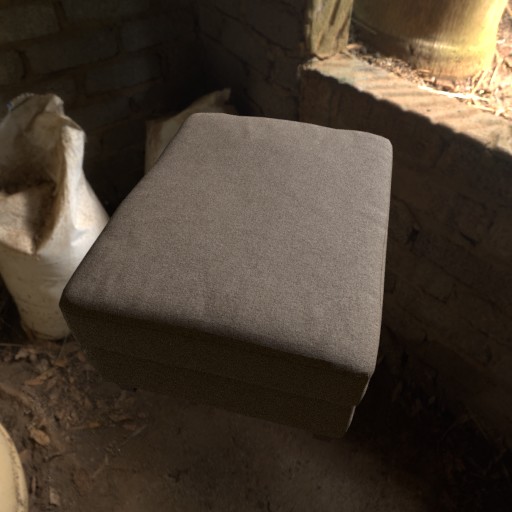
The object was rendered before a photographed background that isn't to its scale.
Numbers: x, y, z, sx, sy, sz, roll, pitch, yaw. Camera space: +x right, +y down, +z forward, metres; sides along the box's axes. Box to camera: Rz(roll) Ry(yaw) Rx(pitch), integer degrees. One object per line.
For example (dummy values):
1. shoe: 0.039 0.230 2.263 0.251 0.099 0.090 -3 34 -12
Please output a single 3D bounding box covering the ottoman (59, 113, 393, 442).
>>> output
1. ottoman: 0.000 0.000 1.314 0.692 0.511 0.889 10 47 10
